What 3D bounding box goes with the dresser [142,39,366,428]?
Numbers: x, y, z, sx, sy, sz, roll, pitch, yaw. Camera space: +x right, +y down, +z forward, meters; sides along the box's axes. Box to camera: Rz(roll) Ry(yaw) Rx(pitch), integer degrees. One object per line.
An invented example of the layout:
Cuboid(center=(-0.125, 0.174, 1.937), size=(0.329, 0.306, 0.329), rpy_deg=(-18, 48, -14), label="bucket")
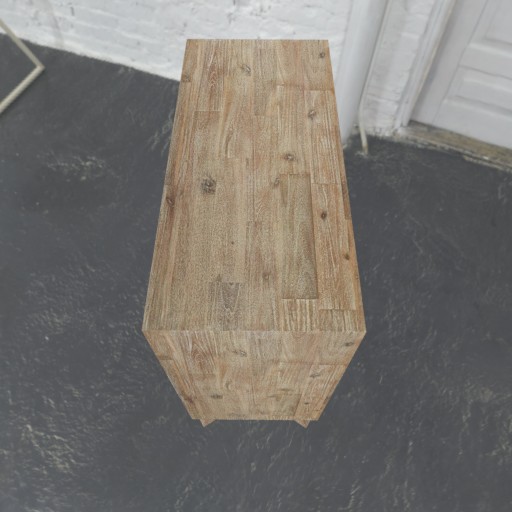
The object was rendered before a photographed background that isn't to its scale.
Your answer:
Cuboid(center=(0.000, 0.000, 1.595), size=(0.455, 1.029, 0.998), rpy_deg=(0, 58, 0), label="dresser")
